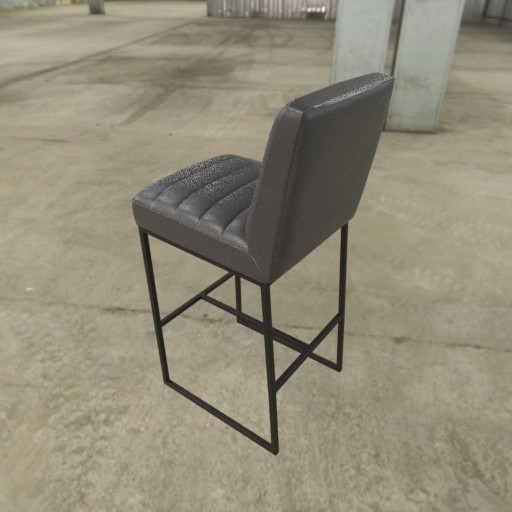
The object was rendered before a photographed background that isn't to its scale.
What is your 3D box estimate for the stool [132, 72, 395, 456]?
[{"bbox_3d":[0.000,0.000,1.344,0.552,1.040,0.457,21,37,30],"label":"stool"}]
